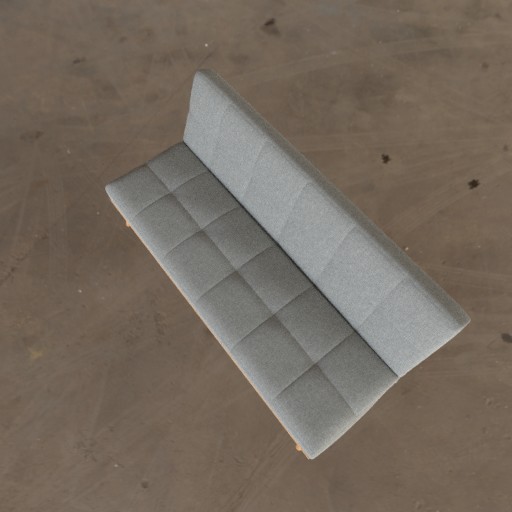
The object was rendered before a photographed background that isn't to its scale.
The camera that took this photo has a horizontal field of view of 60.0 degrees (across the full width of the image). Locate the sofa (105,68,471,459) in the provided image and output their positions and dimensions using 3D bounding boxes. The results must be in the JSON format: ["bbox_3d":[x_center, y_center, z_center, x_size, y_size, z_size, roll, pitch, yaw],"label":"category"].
[{"bbox_3d":[0.000,0.000,2.284,0.800,0.800,1.820,-35,69,-16],"label":"sofa"}]
